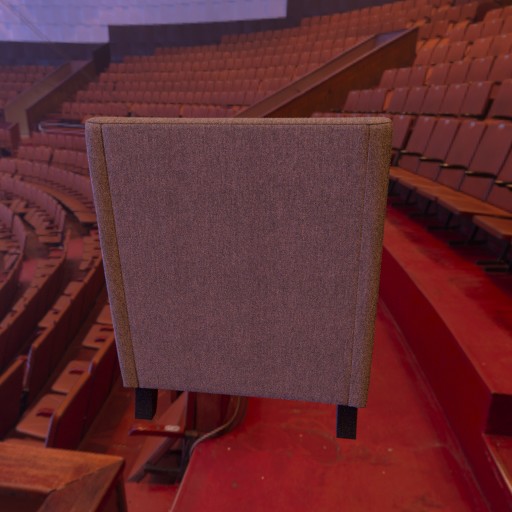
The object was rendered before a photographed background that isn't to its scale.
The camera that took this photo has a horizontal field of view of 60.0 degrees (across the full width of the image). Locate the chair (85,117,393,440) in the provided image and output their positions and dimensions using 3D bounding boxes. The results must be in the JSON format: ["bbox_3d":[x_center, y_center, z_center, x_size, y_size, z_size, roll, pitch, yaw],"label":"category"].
[{"bbox_3d":[0.000,0.000,1.606,0.776,0.967,0.884,2,18,8],"label":"chair"}]
